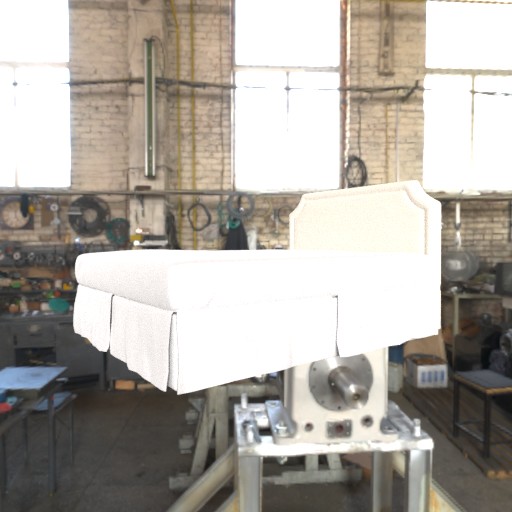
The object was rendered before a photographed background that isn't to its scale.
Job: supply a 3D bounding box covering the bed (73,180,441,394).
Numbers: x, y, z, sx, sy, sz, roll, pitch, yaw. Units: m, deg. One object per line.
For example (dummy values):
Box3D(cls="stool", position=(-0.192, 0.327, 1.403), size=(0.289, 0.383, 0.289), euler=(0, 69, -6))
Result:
Box3D(cls="bed", position=(0.000, 0.000, 3.660), size=(2.498, 1.293, 1.977), euler=(-1, 2, -36))
